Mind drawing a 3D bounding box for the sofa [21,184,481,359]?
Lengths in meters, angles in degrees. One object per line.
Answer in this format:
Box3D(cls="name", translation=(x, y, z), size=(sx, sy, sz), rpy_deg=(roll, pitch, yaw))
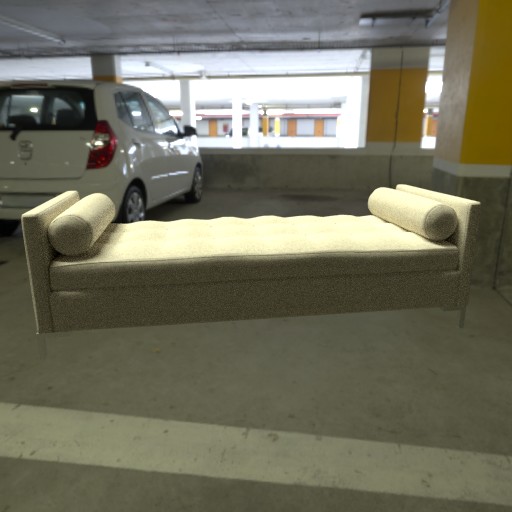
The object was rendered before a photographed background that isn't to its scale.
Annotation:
Box3D(cls="sofa", translation=(0.000, 0.000, 2.414), size=(2.102, 0.655, 0.797), rpy_deg=(-2, 16, -9))
